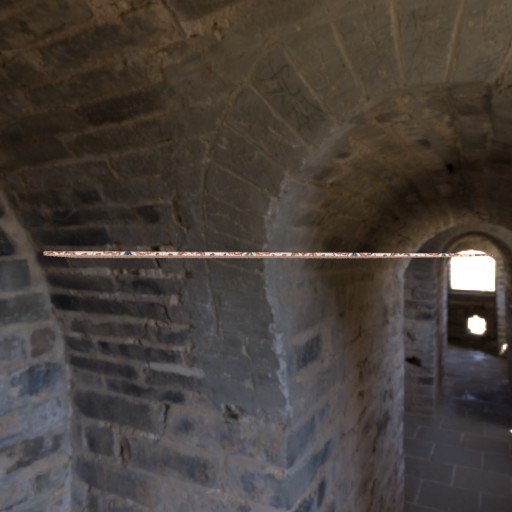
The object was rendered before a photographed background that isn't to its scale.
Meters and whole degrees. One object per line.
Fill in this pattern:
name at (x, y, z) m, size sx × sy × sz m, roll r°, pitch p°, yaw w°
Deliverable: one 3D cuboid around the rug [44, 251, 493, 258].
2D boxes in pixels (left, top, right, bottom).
rug at (0.000, 0.000, 2.859) m, size 2.297 × 0.018 × 1.541 m, roll 0°, pitch -1°, yaw -18°
